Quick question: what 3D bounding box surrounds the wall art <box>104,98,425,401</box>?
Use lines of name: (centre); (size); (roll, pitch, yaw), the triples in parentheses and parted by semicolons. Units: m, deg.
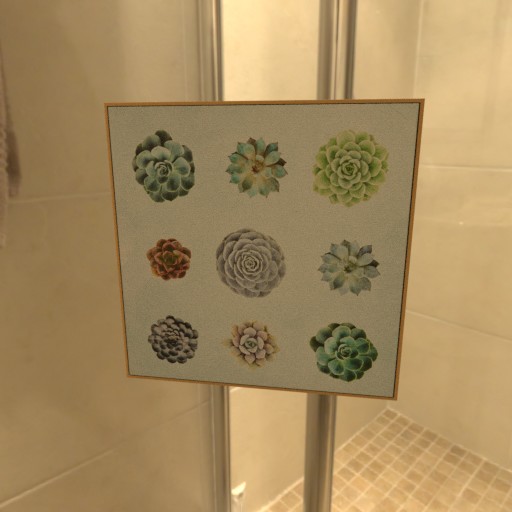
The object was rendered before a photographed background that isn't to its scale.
wall art: (0.000, 0.000, 0.687); (0.457, 0.455, 0.013); (2, 15, 9)
